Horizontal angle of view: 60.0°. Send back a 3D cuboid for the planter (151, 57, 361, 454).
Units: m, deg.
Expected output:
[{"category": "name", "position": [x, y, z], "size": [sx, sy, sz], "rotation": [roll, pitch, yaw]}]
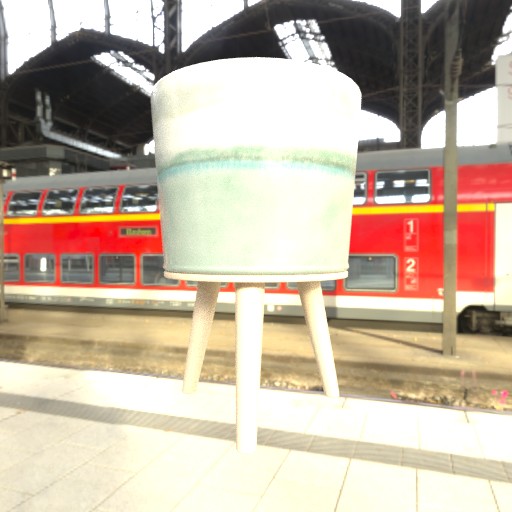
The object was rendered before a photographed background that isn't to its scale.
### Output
[{"category": "planter", "position": [0.000, 0.000, 0.576], "size": [0.265, 0.404, 0.265], "rotation": [0, 1, 18]}]
